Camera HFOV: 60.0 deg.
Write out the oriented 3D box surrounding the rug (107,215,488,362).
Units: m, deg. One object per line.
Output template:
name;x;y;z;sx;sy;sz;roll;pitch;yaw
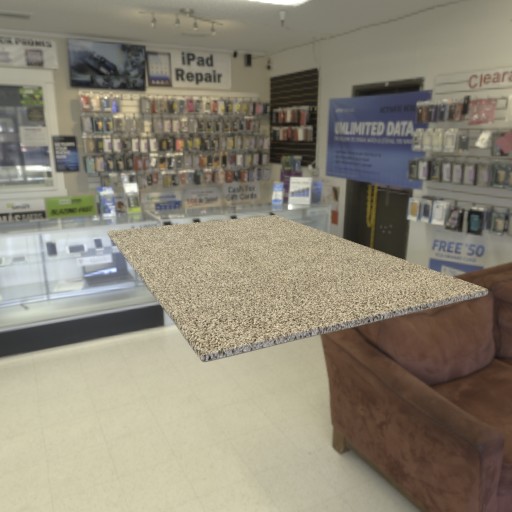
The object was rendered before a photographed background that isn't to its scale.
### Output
rug;0.000;0.000;2.287;1.219;0.030;1.778;-8;18;-25
